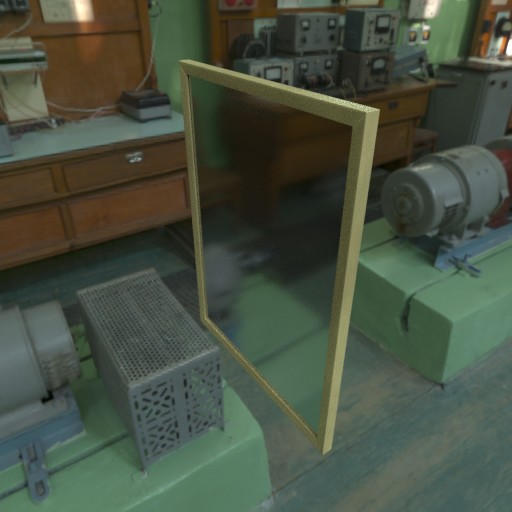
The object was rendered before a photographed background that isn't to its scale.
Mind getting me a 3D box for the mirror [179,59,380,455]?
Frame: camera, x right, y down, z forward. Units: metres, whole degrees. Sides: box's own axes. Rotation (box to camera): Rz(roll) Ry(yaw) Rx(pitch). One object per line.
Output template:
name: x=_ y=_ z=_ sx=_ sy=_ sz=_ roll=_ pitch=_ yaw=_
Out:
mirror: x=0.000 y=0.000 z=1.349 sx=0.040 sy=1.016 sz=0.762 roll=-20 pitch=37 yaw=-29
